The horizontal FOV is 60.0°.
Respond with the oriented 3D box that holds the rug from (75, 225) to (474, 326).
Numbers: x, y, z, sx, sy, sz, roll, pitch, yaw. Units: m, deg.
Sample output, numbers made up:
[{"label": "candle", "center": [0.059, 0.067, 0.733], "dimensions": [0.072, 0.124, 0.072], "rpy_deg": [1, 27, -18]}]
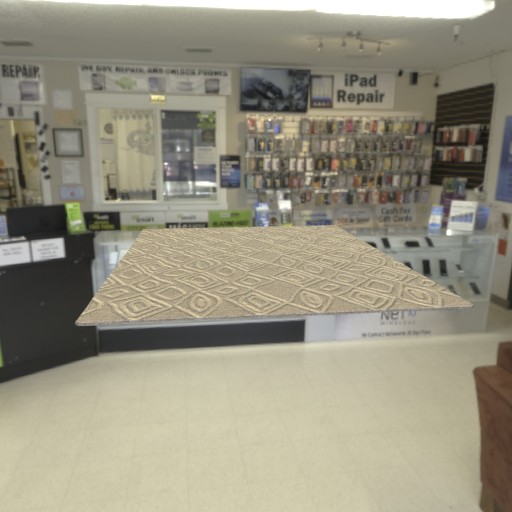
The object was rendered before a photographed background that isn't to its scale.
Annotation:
[{"label": "rug", "center": [0.000, 0.000, 4.125], "dimensions": [2.449, 0.025, 3.049], "rpy_deg": [-2, 14, -7]}]
